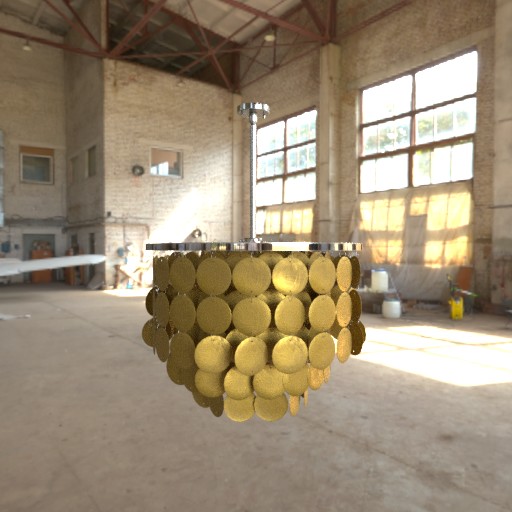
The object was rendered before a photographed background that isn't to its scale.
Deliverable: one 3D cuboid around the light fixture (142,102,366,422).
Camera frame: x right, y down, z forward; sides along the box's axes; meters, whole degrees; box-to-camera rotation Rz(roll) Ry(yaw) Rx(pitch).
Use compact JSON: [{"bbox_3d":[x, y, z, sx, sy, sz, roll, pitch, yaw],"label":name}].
[{"bbox_3d":[0.000,0.000,0.743,0.368,0.492,0.368,0,1,0],"label":"light fixture"}]
